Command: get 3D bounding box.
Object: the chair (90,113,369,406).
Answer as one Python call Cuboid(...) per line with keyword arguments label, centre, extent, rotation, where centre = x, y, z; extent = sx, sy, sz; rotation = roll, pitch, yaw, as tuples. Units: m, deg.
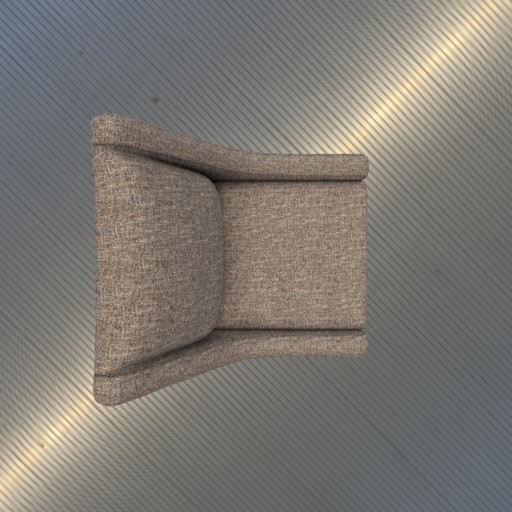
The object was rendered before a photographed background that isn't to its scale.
Cuboid(label="chair", centre=(0.000, 0.000, 1.625), extent=(0.870, 1.014, 0.774), rotation=(0, 91, -1))
